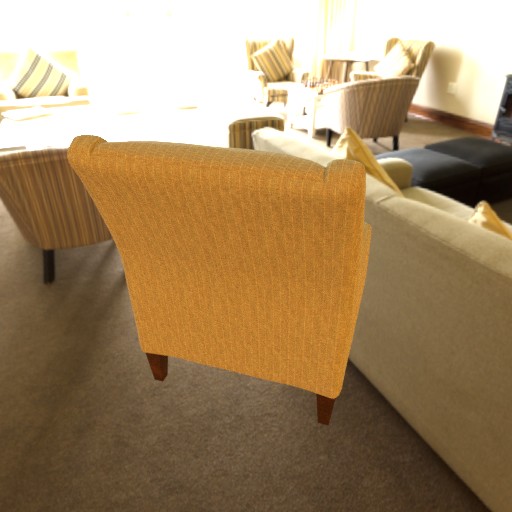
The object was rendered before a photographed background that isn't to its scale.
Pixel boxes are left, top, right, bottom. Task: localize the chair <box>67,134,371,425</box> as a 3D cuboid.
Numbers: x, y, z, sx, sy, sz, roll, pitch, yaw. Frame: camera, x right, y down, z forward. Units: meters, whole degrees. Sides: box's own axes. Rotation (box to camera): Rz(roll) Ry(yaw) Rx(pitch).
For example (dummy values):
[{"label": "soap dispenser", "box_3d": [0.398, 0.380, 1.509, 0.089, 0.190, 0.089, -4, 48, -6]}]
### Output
[{"label": "chair", "box_3d": [0.000, 0.000, 1.617, 0.774, 1.014, 0.870, 9, 31, 16]}]
